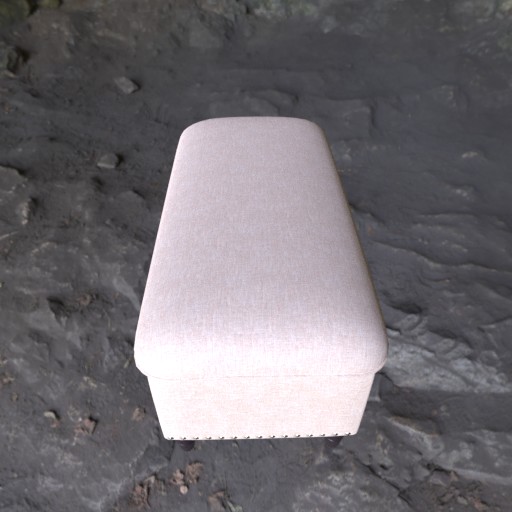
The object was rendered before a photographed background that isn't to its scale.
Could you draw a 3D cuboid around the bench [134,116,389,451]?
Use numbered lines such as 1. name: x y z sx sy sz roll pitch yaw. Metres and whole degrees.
1. bench: 0.000 0.000 1.250 0.483 0.483 0.991 -1 41 -1
